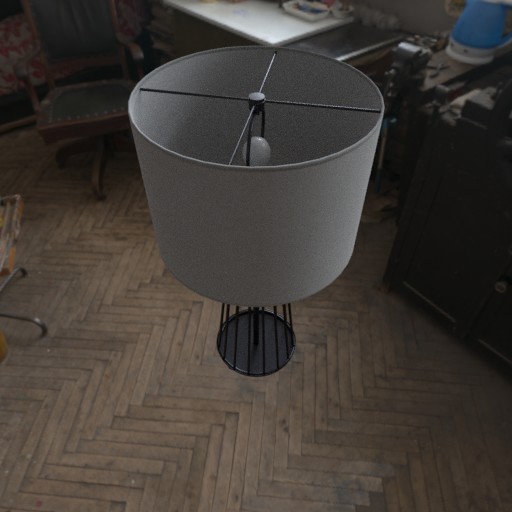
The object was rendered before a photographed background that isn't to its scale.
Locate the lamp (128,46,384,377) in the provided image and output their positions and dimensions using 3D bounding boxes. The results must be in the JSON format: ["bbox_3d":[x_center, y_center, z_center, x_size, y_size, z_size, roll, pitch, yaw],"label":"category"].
[{"bbox_3d":[0.000,0.000,0.779,0.322,0.593,0.322,8,47,8],"label":"lamp"}]
